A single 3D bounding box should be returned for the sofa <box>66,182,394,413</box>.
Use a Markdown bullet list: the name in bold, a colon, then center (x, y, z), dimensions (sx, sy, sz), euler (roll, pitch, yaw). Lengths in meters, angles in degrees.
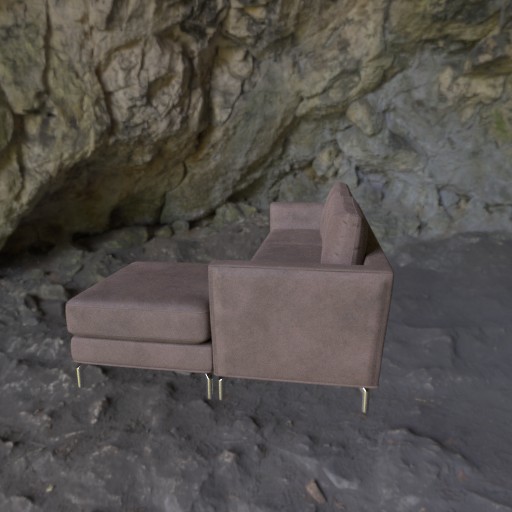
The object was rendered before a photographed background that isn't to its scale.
- **sofa**: center (0.000, 0.000, 3.282), dimensions (1.622, 0.987, 2.438), euler (2, 14, 9)
